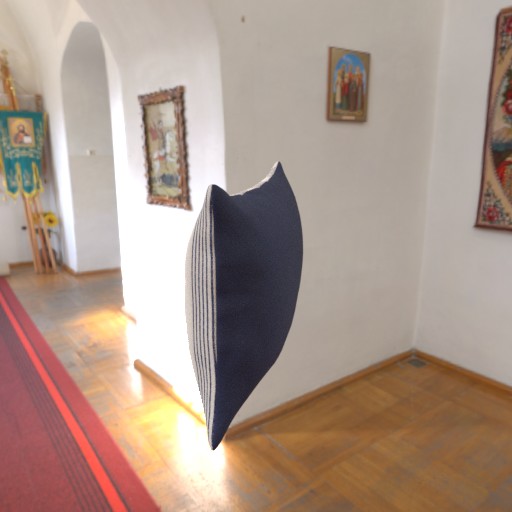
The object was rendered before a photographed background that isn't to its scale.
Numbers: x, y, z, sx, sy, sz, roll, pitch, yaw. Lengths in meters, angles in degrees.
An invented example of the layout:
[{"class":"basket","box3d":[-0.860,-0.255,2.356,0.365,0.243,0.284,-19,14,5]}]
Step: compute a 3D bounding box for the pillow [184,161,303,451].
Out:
[{"class":"pillow","box3d":[0.000,0.000,0.727,0.151,0.287,0.610,2,14,8]}]
